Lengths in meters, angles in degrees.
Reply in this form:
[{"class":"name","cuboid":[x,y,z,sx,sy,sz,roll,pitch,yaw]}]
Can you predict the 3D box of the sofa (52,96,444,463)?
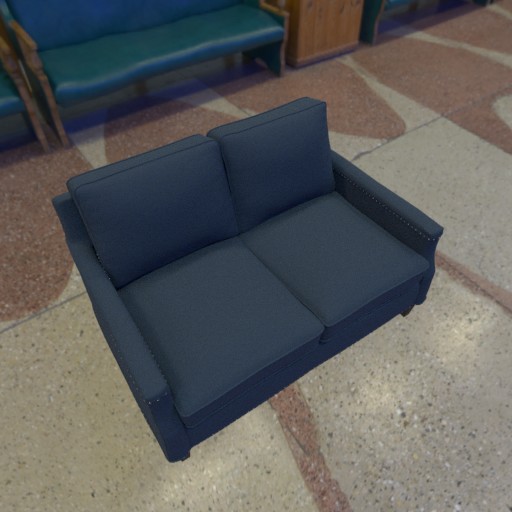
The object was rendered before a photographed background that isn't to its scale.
[{"class":"sofa","cuboid":[0.000,0.000,2.217,1.597,1.003,1.084,-26,52,-22]}]
